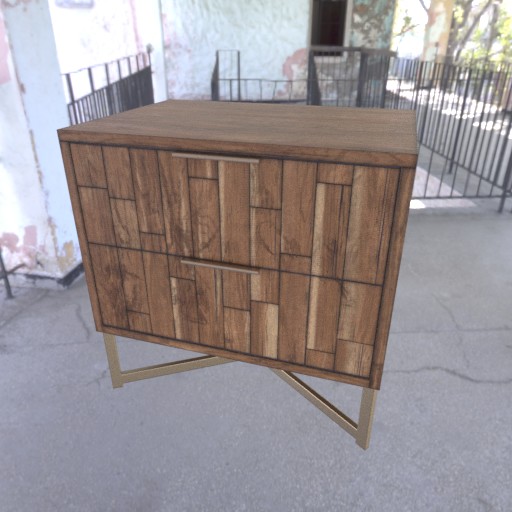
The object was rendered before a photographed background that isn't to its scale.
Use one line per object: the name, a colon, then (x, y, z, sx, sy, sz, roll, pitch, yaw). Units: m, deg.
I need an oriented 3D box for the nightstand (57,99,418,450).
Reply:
nightstand: (0.000, 0.000, 1.019, 0.610, 0.610, 0.446, 8, 28, 16)
